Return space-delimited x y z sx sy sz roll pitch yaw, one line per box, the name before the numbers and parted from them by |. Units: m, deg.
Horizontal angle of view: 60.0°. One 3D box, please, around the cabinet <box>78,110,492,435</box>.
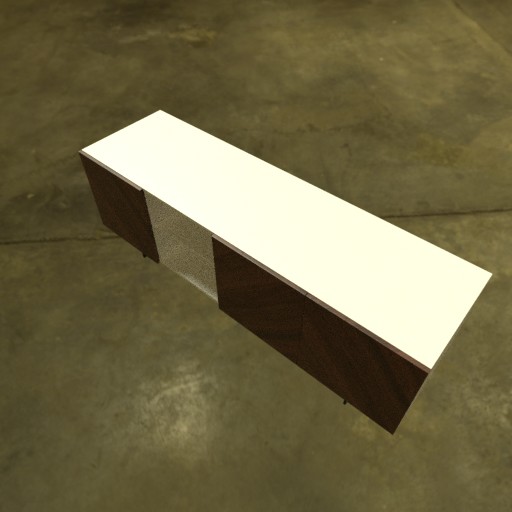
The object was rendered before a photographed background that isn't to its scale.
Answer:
cabinet | 0.000 0.000 1.744 1.499 0.533 0.431 32 55 26
